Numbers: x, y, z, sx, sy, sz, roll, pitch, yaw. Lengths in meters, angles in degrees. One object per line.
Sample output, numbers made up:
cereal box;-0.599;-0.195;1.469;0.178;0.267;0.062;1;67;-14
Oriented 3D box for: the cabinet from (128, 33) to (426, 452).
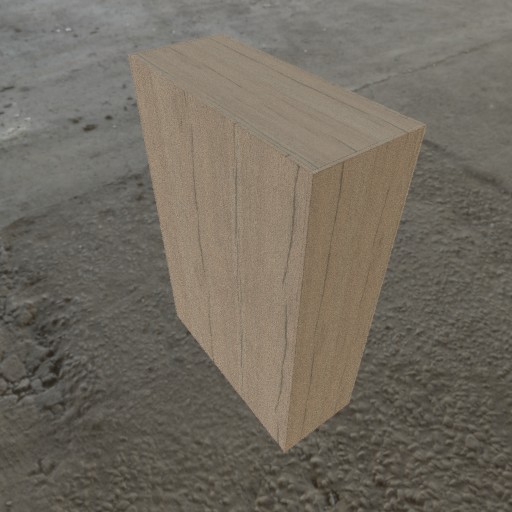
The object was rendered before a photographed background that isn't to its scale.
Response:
cabinet;0.000;0.000;2.668;0.580;2.070;1.400;-27;49;-26
